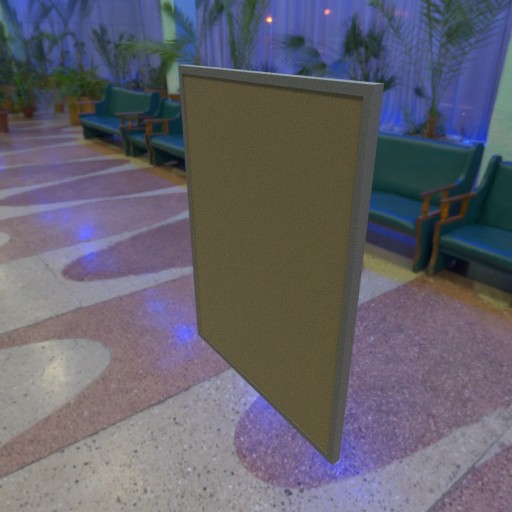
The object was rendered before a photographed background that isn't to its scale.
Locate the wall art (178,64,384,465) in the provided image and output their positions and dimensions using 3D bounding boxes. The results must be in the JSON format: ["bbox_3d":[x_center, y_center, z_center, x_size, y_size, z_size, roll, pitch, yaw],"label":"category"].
[{"bbox_3d":[0.000,0.000,1.356,0.034,1.042,0.789,-18,32,-32],"label":"wall art"}]
